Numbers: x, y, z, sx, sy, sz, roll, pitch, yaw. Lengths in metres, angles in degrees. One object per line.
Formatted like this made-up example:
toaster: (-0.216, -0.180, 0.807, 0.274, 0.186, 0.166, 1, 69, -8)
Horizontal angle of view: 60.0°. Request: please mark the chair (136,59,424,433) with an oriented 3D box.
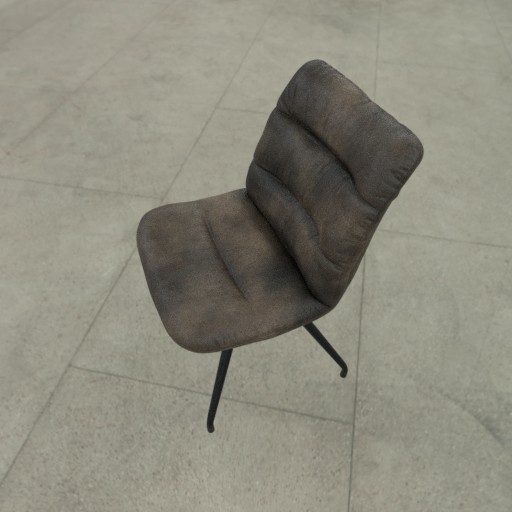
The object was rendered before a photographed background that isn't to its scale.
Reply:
chair: (0.000, 0.000, 1.267, 0.622, 0.870, 0.549, -17, 48, -16)
